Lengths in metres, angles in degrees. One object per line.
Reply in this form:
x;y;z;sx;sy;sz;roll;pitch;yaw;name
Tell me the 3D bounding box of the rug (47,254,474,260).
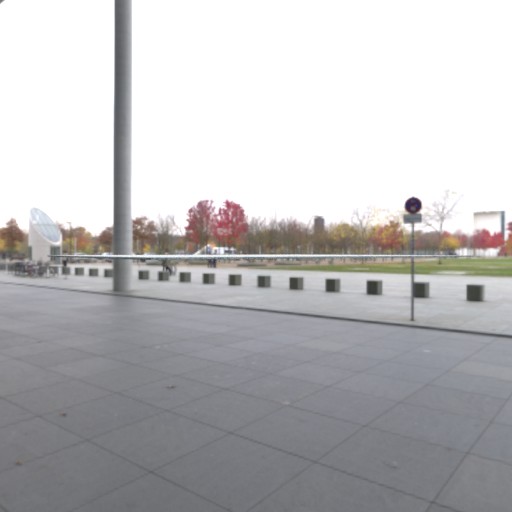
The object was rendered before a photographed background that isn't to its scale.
0.000;0.000;4.042;3.056;0.013;2.441;0;1;-36;rug
